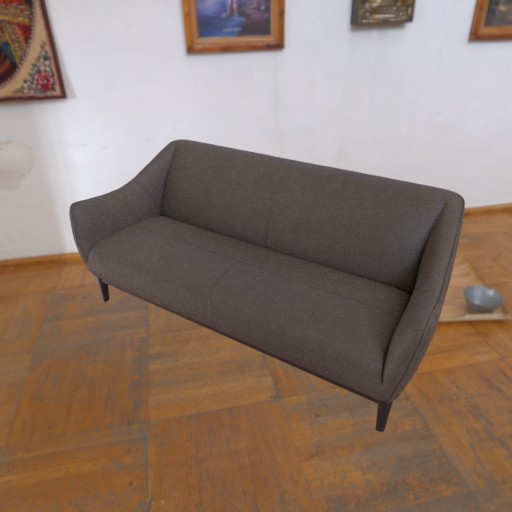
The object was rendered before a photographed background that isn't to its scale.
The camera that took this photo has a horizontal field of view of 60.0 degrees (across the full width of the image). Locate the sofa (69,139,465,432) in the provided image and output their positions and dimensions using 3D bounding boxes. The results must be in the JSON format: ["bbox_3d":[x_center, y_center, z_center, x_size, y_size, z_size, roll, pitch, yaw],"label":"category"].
[{"bbox_3d":[0.000,0.000,2.349,1.928,0.831,0.869,18,34,28],"label":"sofa"}]
